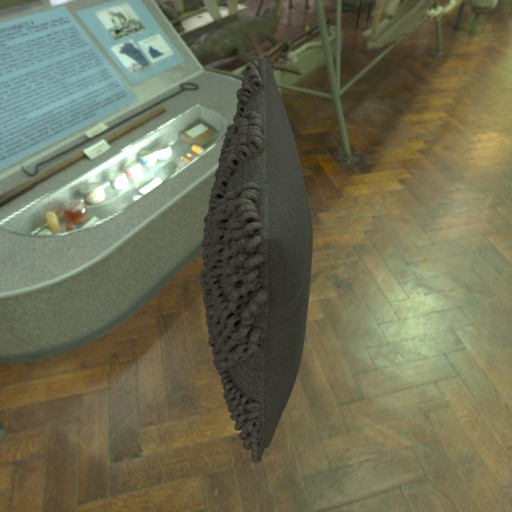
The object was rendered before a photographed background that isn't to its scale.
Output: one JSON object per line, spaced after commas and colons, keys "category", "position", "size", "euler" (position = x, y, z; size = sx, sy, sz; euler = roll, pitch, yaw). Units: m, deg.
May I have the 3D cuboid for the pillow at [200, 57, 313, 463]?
{"category": "pillow", "position": [0.000, 0.000, 0.709], "size": [0.172, 0.467, 0.470], "euler": [0, 42, 0]}
